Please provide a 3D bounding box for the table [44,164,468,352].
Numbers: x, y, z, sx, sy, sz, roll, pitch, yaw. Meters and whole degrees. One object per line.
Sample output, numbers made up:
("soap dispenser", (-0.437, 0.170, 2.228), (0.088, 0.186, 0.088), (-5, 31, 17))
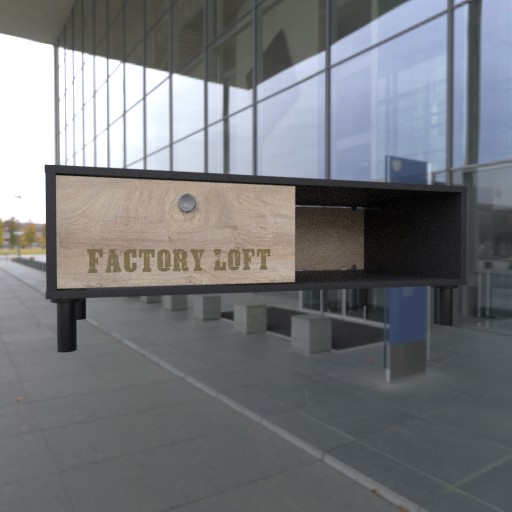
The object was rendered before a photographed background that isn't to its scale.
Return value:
("table", (0.000, 0.000, 1.345), (1.100, 0.400, 0.550), (0, 1, -18))
